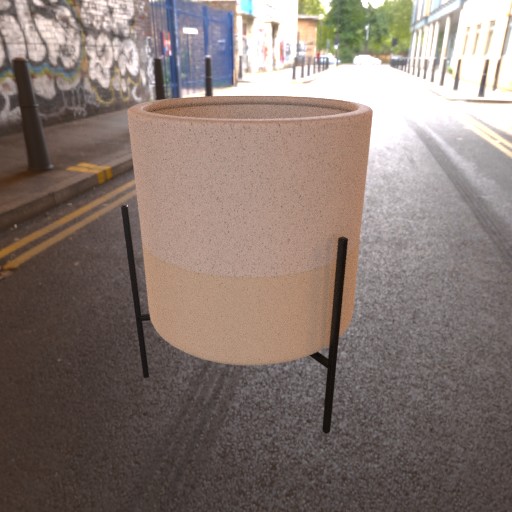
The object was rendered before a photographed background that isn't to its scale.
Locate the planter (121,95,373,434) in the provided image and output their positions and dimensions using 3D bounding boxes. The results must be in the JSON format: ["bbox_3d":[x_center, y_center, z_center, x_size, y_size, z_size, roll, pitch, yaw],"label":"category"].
[{"bbox_3d":[0.000,0.000,0.653,0.313,0.423,0.335,-18,30,-34],"label":"planter"}]
